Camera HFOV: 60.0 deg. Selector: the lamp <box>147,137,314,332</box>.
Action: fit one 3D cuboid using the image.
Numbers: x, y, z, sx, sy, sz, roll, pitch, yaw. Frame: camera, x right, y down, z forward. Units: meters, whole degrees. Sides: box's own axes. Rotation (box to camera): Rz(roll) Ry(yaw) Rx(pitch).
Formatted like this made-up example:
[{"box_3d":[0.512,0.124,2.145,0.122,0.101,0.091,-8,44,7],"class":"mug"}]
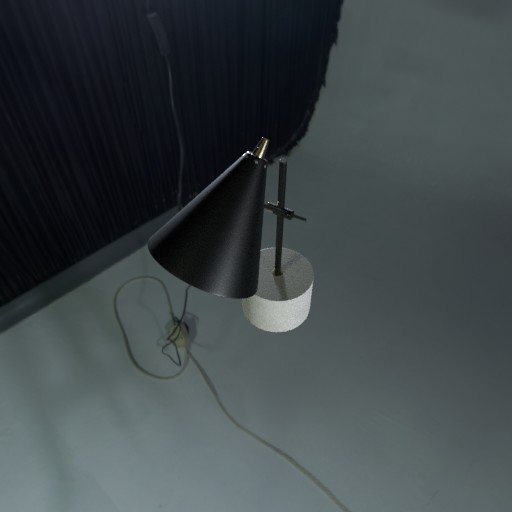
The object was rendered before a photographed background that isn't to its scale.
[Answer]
[{"box_3d":[0.000,0.000,0.744,0.214,0.518,0.403,31,53,27],"class":"lamp"}]
